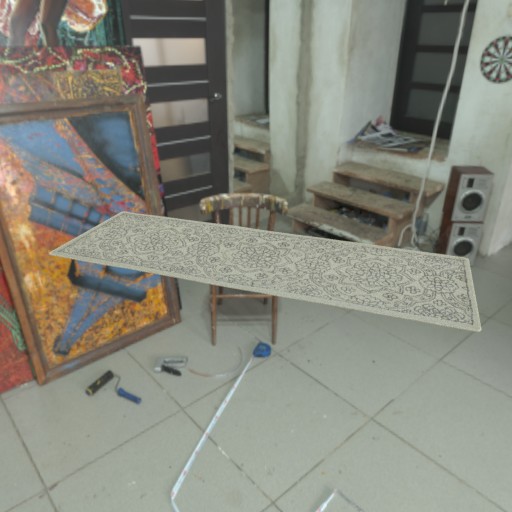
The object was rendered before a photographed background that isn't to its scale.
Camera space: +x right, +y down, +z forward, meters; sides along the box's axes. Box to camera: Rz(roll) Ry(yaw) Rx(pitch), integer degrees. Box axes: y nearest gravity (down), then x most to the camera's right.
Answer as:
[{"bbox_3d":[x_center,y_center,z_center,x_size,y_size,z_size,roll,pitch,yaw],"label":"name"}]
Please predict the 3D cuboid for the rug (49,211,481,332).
[{"bbox_3d":[0.000,0.000,2.691,2.431,0.006,0.806,9,27,17],"label":"rug"}]
